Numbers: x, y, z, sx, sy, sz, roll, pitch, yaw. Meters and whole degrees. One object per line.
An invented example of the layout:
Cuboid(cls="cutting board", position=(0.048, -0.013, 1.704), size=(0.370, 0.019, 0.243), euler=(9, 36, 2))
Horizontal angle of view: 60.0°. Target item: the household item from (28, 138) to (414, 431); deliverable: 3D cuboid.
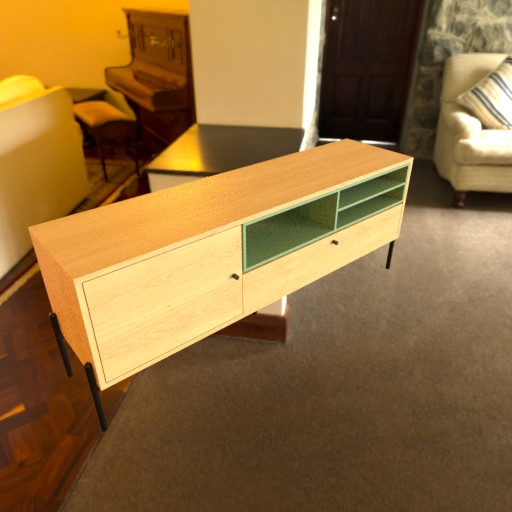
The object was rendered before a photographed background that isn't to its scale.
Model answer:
Cuboid(cls="household item", position=(0.000, 0.000, 1.809), size=(1.550, 0.600, 0.400), euler=(-23, 38, -33))
